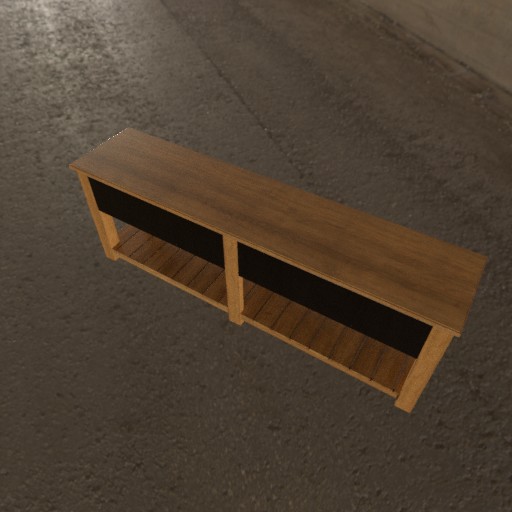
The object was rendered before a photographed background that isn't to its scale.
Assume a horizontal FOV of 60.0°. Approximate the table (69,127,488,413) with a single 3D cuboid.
[{"bbox_3d":[0.000,0.000,2.114,1.815,0.635,0.425,24,50,21],"label":"table"}]
